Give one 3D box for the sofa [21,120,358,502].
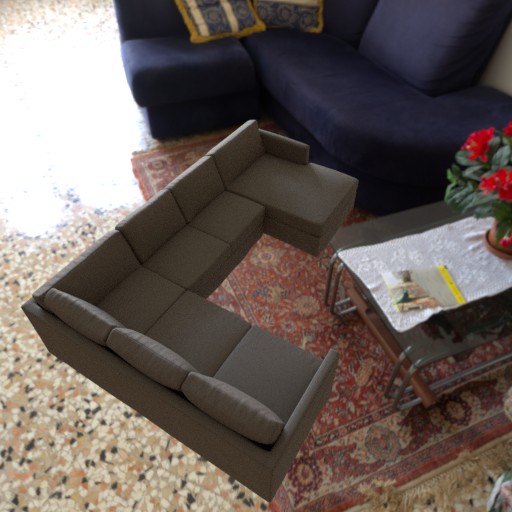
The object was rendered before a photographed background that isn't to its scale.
[{"bbox_3d":[0.000,0.000,4.382,2.427,0.882,3.460,24,51,22],"label":"sofa"}]
